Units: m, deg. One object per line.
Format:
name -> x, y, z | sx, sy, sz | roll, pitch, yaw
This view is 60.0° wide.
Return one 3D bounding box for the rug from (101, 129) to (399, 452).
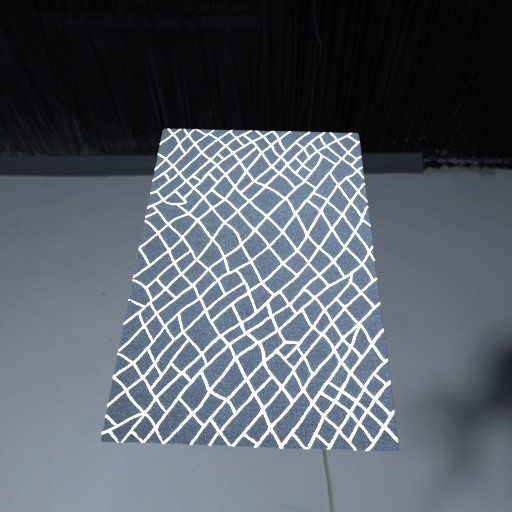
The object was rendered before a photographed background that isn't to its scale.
rug -> 0.000, 0.000, 2.284 | 1.223, 0.013, 1.830 | 2, 58, 1
